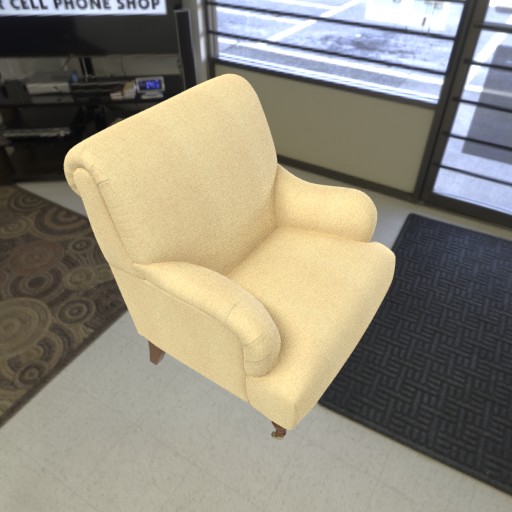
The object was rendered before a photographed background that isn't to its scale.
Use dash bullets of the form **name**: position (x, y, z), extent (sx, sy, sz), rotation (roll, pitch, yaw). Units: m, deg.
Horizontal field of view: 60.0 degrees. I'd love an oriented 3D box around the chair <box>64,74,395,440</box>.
- **chair**: position (0.000, 0.000, 1.542), extent (0.842, 0.944, 0.766), rotation (24, 47, 25)
